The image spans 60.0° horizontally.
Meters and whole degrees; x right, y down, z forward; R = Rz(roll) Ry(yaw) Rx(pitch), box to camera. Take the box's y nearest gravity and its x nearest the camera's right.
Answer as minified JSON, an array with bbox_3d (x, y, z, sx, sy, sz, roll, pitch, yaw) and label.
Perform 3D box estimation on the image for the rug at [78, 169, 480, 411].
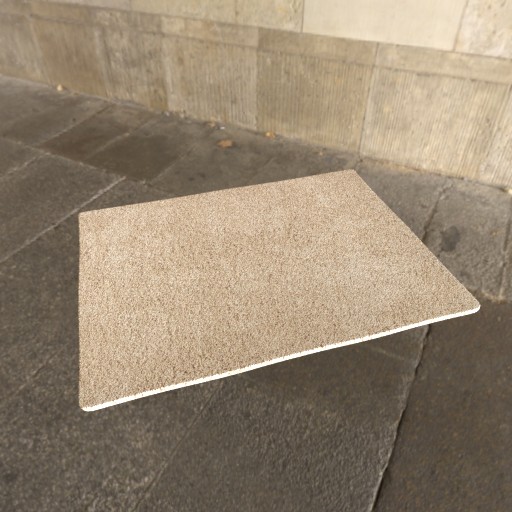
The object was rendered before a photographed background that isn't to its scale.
[{"bbox_3d":[0.000,0.000,2.093,1.600,0.025,1.199,-11,42,-13],"label":"rug"}]
